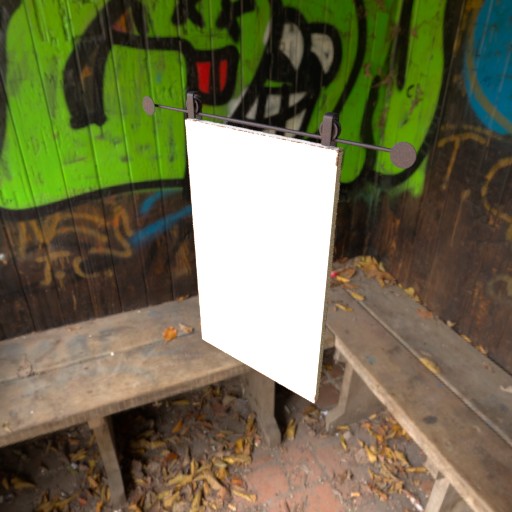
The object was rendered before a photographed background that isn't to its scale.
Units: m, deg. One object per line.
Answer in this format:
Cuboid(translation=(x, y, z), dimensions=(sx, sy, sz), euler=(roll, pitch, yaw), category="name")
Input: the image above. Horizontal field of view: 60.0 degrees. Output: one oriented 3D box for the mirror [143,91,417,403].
Cuboid(translation=(0.000, 0.000, 1.257), dimensions=(0.808, 0.844, 0.037), euler=(22, 36, 33), category="mirror")
